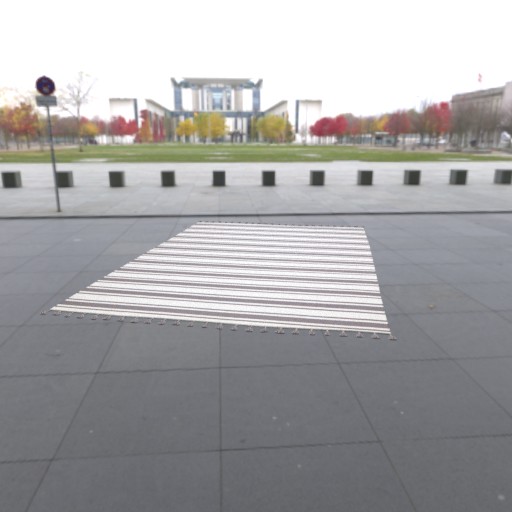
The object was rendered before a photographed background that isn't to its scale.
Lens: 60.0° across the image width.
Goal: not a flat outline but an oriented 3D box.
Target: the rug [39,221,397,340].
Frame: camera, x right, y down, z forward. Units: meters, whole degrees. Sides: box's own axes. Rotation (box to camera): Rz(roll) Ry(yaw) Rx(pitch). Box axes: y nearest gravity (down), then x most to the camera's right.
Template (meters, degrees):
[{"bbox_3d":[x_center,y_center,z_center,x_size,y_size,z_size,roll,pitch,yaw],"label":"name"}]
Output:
[{"bbox_3d":[0.000,0.000,3.007,1.563,0.014,2.425,3,15,10],"label":"rug"}]
